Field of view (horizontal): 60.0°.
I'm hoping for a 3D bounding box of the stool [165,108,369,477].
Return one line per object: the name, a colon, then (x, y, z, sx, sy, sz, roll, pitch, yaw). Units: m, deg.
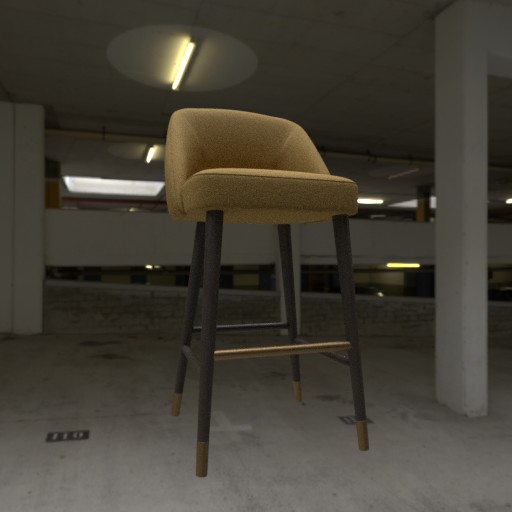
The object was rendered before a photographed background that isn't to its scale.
stool: (0.000, 0.000, 1.344, 0.536, 1.032, 0.522, 0, 0, -19)
